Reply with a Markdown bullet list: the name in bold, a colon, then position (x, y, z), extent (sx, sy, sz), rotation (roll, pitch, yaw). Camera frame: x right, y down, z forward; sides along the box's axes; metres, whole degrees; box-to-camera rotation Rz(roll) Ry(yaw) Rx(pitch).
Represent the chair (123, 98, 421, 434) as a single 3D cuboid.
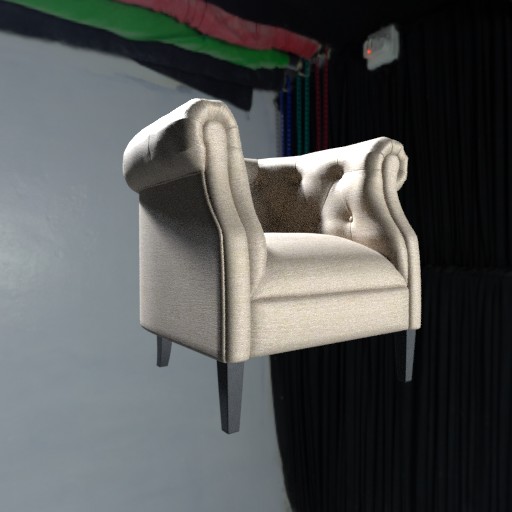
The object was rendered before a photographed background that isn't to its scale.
- **chair**: position (0.000, 0.000, 1.574), extent (0.905, 0.827, 0.852), rotation (-1, 2, -36)
